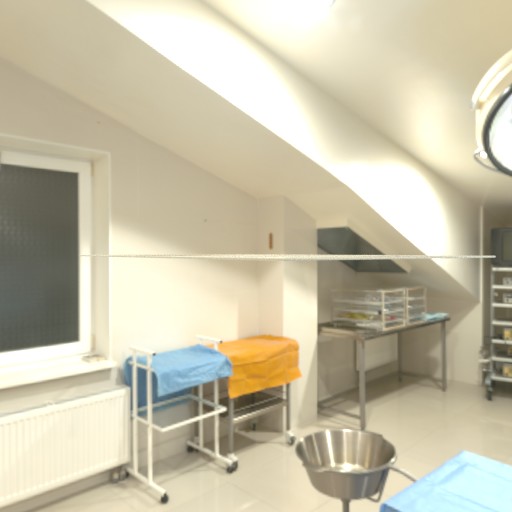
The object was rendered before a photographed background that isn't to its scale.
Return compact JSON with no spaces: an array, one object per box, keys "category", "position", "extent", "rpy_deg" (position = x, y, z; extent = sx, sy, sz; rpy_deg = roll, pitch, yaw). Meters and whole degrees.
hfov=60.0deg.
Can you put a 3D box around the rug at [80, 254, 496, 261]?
[{"category":"rug","position":[0.000,0.000,2.269],"extent":[1.225,0.008,1.827],"rpy_deg":[0,1,-38]}]
